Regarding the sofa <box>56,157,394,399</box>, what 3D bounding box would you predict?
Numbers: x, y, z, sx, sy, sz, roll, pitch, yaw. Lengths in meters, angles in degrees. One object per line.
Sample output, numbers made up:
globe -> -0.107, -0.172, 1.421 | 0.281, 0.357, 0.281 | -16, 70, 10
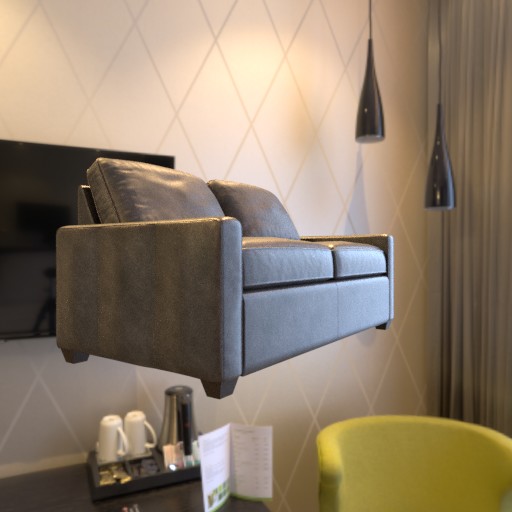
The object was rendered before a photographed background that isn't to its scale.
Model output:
sofa -> 0.000, 0.000, 2.351 | 0.939, 0.916, 1.732 | 0, 0, 35
